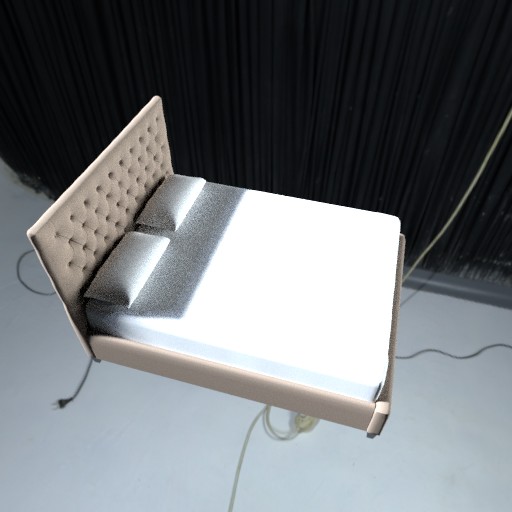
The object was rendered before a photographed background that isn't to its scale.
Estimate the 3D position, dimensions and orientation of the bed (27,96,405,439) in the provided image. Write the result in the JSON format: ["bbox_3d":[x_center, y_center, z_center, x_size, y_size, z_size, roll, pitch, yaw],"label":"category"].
[{"bbox_3d":[0.000,0.000,3.318,2.233,1.426,1.696,12,48,11],"label":"bed"}]
